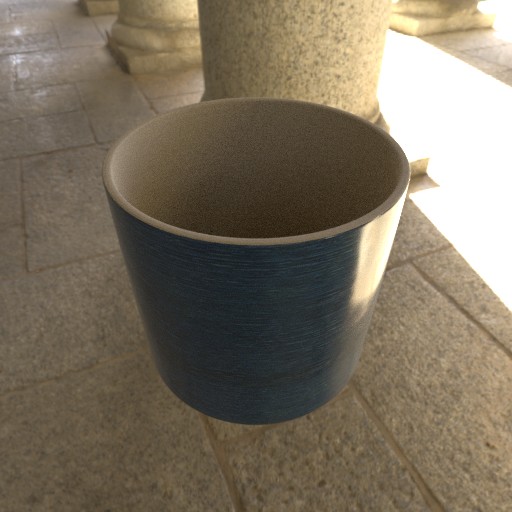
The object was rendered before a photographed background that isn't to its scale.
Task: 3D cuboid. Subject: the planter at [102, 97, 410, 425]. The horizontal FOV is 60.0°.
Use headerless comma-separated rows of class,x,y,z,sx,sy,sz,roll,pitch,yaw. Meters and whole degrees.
planter,0.000,0.000,0.393,0.221,0.201,0.221,0,40,0
